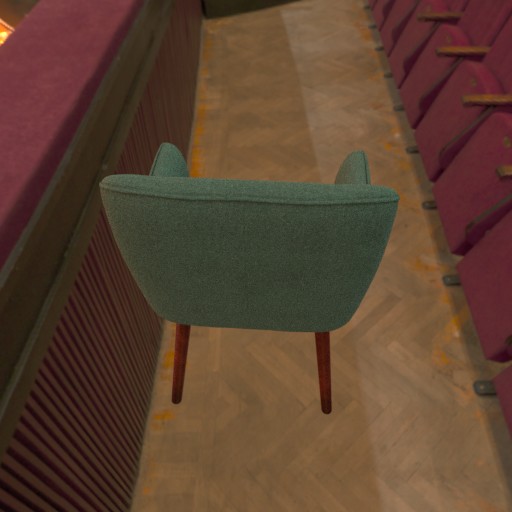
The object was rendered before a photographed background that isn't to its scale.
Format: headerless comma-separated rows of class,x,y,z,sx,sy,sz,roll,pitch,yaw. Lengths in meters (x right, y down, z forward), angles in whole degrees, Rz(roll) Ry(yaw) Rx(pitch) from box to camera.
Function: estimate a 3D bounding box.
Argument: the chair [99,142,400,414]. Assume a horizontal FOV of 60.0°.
chair,0.000,0.000,1.106,0.543,0.803,0.519,3,47,3
